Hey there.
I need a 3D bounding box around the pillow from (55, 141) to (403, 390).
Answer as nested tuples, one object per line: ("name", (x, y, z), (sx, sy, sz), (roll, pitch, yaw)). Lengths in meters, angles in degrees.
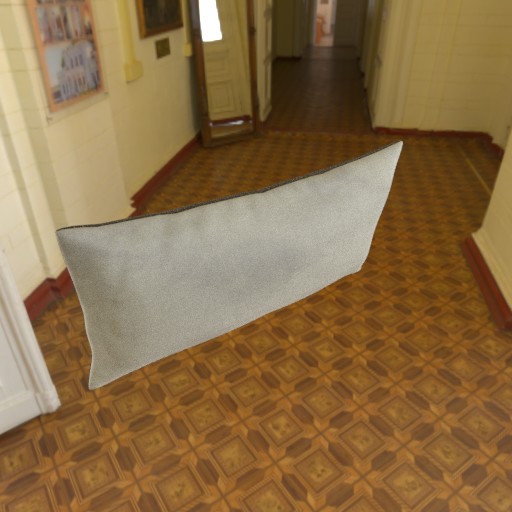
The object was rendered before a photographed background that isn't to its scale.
("pillow", (0.000, 0.000, 0.752), (0.608, 0.305, 0.156), (-20, 37, -29))
